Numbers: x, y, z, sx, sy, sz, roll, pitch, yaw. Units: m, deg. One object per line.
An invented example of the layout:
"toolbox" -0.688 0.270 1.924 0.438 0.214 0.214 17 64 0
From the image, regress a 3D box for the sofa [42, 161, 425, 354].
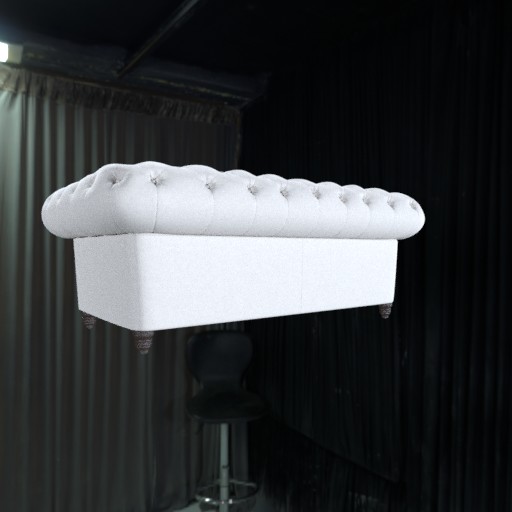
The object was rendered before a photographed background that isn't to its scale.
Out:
"sofa" 0.000 0.000 2.452 1.998 0.764 0.986 -1 1 -37
